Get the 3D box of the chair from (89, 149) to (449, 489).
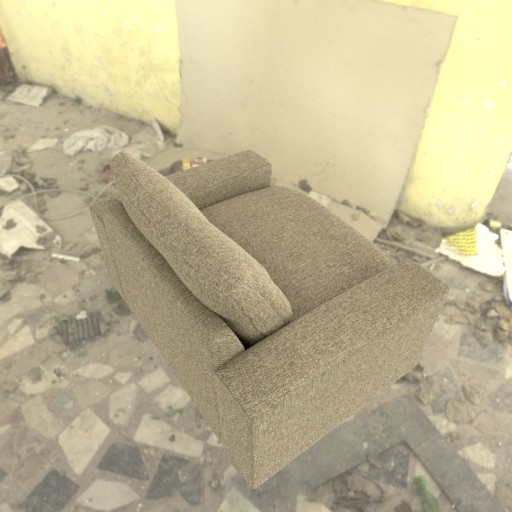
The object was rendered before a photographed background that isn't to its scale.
[{"bbox_3d":[0.000,0.000,2.049,1.039,0.915,1.398,-26,48,-26],"label":"chair"}]
